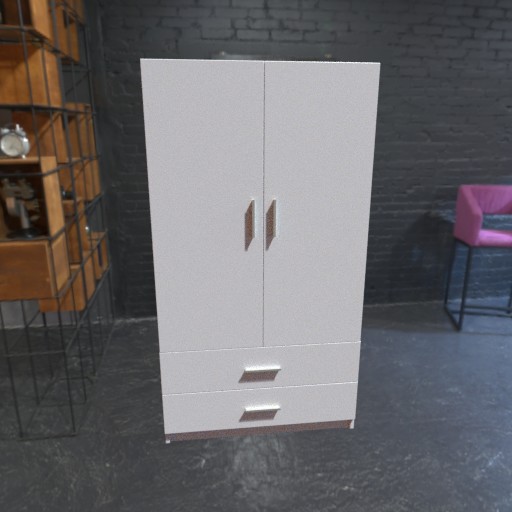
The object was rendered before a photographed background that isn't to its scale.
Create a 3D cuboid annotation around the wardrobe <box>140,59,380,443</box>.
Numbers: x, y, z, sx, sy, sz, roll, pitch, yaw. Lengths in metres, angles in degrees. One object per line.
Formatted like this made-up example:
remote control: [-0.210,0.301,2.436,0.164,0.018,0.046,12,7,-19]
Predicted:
wardrobe: [0.000,0.000,2.313,0.991,1.808,0.577,-2,16,-7]
